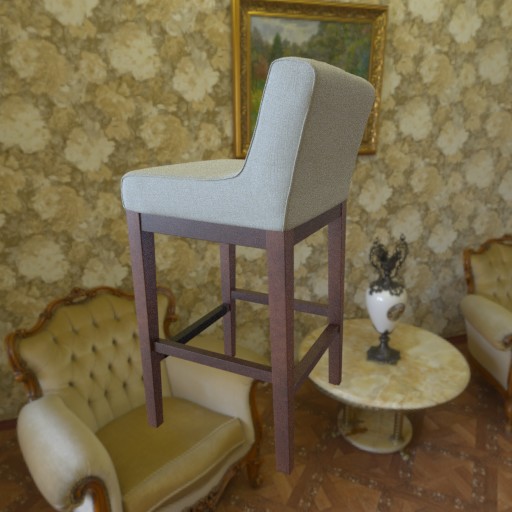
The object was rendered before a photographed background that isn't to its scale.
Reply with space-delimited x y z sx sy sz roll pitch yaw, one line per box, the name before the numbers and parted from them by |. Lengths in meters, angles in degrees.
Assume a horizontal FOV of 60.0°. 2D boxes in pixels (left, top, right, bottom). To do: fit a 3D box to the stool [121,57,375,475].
stool | 0.000 0.000 1.222 0.500 0.937 0.511 8 18 25
